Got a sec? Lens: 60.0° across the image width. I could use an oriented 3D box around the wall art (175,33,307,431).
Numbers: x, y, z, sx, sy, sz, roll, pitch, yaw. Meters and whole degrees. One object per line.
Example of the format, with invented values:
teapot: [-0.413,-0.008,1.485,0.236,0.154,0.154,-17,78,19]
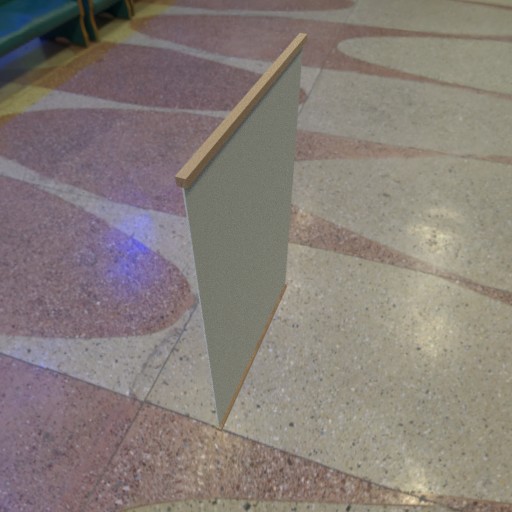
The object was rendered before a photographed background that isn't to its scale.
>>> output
wall art: [0.000,0.000,1.940,0.030,1.519,0.990,16,49,15]
